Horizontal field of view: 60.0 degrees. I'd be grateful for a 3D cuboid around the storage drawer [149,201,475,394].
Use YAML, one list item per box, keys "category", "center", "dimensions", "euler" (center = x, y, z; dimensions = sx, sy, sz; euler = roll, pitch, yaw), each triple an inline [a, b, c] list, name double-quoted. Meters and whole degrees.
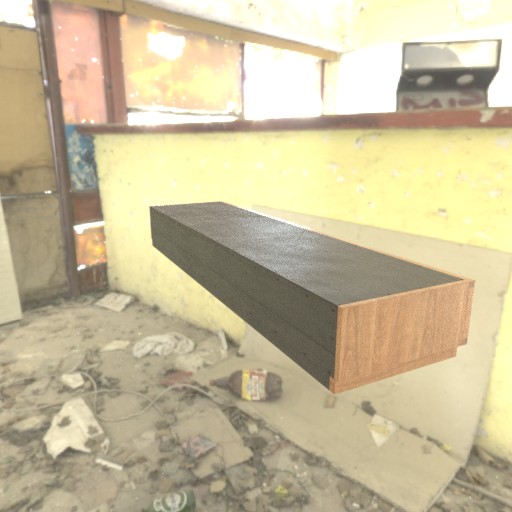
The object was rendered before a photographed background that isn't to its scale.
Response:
- category: "storage drawer"
  center: [0.000, 0.000, 2.182]
  dimensions: [0.538, 0.264, 2.032]
  euler: [-7, 17, -26]
